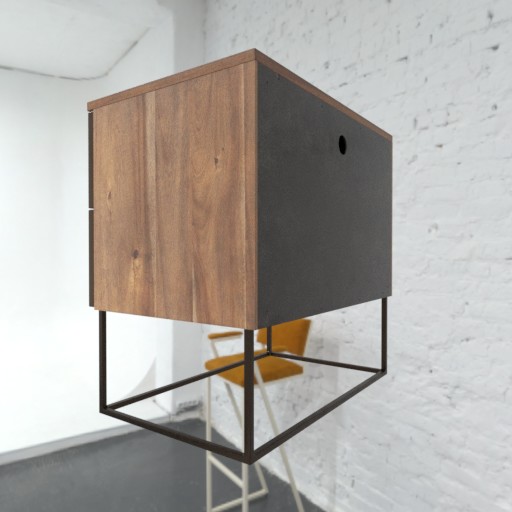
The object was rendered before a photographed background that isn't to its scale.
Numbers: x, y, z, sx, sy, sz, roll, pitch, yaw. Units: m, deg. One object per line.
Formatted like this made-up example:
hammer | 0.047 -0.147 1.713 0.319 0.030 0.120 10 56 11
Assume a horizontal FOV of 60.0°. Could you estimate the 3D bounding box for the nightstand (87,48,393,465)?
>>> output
nightstand | 0.000 0.000 1.013 0.427 0.611 0.605 1 1 35
